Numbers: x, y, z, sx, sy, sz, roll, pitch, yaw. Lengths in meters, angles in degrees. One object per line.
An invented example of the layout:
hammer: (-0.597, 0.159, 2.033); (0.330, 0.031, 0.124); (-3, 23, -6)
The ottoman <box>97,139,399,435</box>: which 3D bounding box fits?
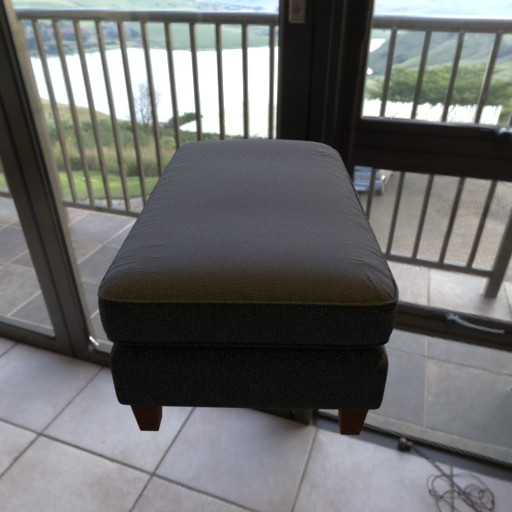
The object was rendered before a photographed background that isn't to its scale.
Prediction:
ottoman: (0.000, 0.000, 1.214); (0.570, 0.438, 0.885); (1, 31, 1)
